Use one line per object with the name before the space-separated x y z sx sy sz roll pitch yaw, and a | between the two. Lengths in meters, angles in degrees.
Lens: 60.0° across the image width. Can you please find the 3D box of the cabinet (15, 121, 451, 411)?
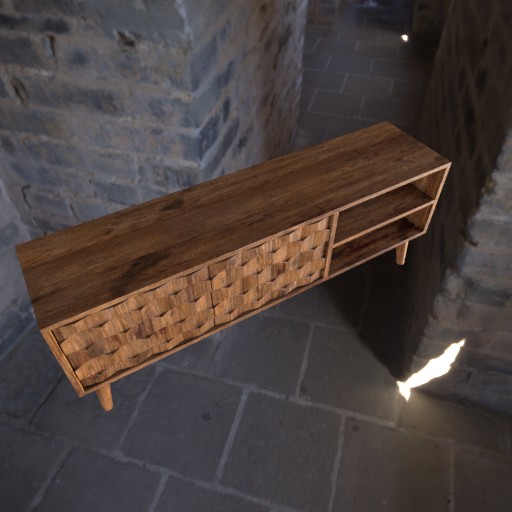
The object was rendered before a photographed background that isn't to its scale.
cabinet | 0.000 0.000 1.648 1.448 0.528 0.349 -23 50 -21
